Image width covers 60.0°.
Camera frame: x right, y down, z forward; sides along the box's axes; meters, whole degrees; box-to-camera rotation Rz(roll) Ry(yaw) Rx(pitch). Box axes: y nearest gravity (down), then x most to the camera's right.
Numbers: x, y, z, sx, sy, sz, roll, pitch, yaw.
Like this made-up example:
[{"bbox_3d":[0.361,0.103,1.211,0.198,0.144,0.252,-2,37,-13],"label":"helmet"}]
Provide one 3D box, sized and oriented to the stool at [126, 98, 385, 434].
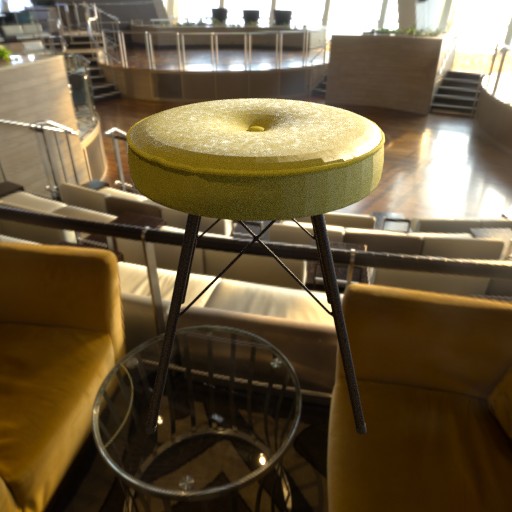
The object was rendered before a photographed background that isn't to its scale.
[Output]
[{"bbox_3d":[0.000,0.000,0.836,0.409,0.508,0.409,0,31,0],"label":"stool"}]
